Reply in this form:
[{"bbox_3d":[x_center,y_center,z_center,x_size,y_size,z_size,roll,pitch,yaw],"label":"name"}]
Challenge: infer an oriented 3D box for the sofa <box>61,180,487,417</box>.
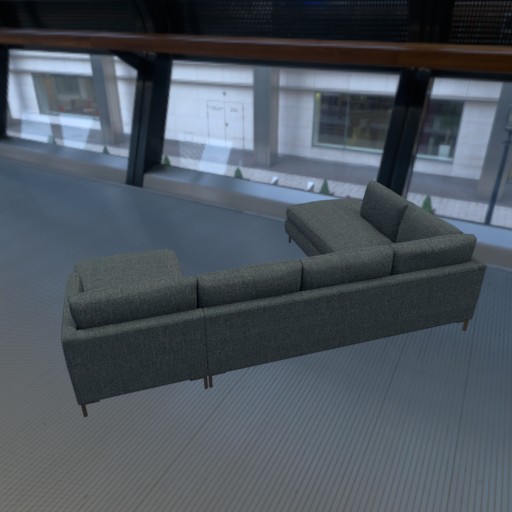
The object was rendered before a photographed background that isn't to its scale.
[{"bbox_3d":[0.000,0.000,3.484,2.737,0.753,1.879,-8,28,-16],"label":"sofa"}]
